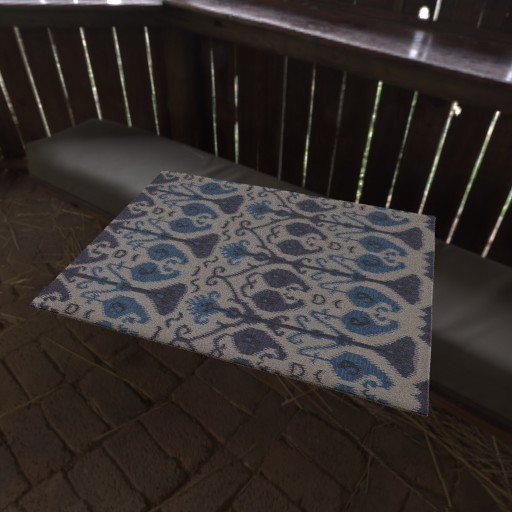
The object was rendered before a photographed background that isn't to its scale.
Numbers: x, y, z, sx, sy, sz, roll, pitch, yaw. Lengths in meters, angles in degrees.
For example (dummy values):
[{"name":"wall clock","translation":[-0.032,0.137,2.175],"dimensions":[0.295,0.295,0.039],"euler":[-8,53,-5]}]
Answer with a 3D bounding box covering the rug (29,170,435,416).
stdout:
[{"name":"rug","translation":[0.000,0.000,4.222],"dimensions":[3.228,0.024,2.443],"euler":[12,41,14]}]
